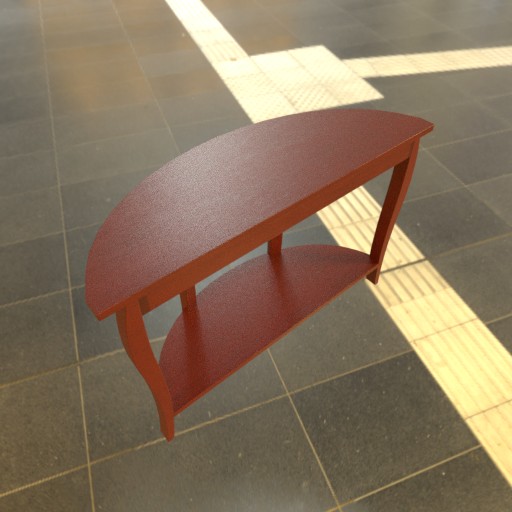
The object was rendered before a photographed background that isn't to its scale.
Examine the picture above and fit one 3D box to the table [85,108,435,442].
[{"bbox_3d":[0.000,0.000,1.597,1.219,0.779,0.405,-31,54,-26],"label":"table"}]
